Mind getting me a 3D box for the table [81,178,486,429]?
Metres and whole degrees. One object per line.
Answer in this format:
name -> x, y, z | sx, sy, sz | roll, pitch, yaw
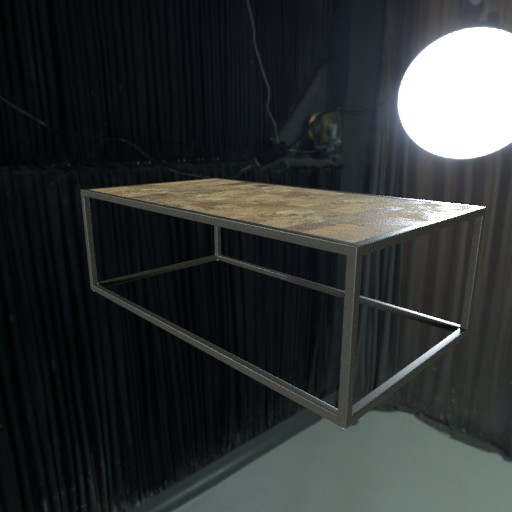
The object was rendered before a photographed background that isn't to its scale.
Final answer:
table -> 0.000, 0.000, 1.498 | 0.649, 0.398, 1.199 | -15, 21, -42
